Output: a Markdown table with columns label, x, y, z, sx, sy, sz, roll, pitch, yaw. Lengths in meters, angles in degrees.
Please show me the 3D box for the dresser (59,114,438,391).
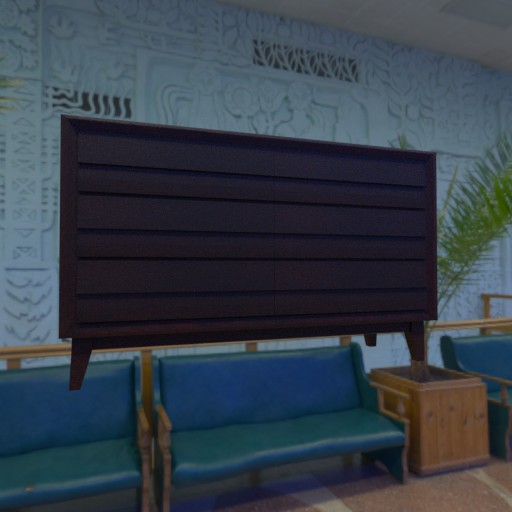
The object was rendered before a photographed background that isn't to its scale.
| label | x | y | z | sx | sy | sz | roll | pitch | yaw |
| --- | --- | --- | --- | --- | --- | --- | --- | --- | --- |
| dresser | 0.000 | 0.000 | 2.030 | 1.609 | 0.971 | 0.499 | 0 | -1 | -19 |
